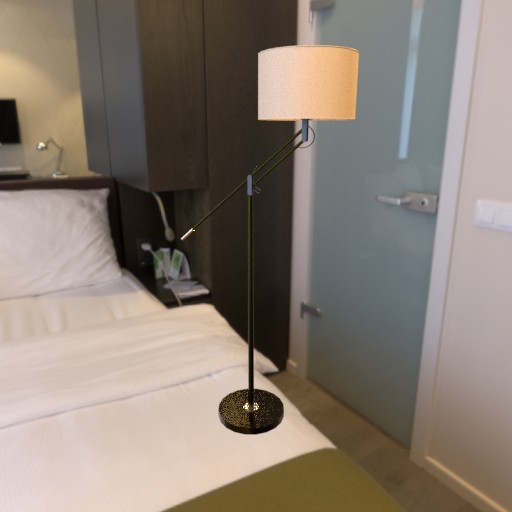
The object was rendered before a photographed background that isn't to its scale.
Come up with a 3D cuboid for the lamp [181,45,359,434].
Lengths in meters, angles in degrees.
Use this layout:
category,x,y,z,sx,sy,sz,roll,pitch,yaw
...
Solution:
category,x,y,z,sx,sy,sz,roll,pitch,yaw
lamp,0.000,0.000,1.972,0.809,1.635,0.373,8,18,26
